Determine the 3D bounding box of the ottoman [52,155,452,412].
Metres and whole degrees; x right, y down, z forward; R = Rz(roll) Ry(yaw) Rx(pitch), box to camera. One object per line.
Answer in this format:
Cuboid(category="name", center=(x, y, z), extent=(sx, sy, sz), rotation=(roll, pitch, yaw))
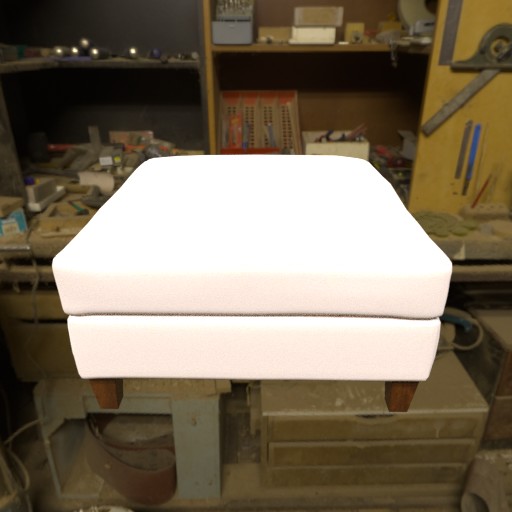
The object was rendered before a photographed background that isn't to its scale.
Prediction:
Cuboid(category="ottoman", center=(0.000, 0.000, 1.333), extent=(0.838, 0.479, 0.838), rotation=(0, 27, 1))
